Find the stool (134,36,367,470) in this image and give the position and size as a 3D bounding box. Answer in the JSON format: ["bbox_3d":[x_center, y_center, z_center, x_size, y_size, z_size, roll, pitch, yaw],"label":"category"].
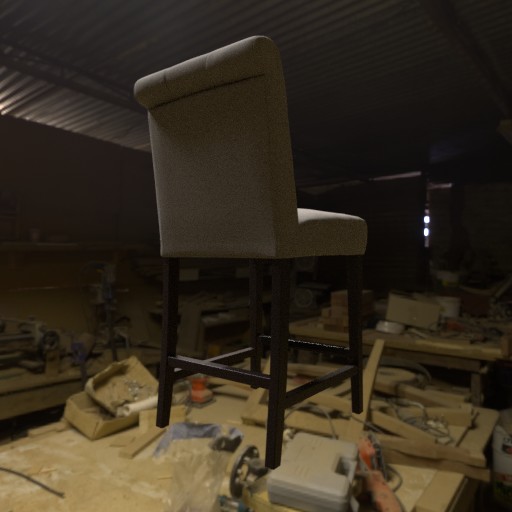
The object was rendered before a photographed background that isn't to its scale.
[{"bbox_3d":[0.000,0.000,1.371,0.493,1.040,0.601,1,1,38],"label":"stool"}]
